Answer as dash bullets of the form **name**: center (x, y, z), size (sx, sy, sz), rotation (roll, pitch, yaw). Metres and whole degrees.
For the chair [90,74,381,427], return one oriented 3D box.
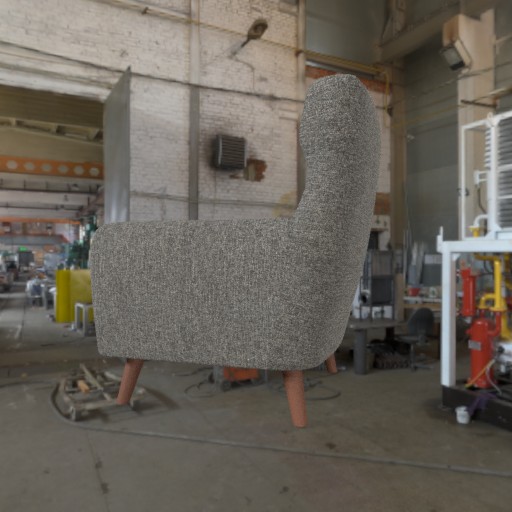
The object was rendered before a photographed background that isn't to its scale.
- **chair**: center (0.000, 0.000, 1.742), size (0.940, 1.039, 0.889), rotation (0, 0, 18)
